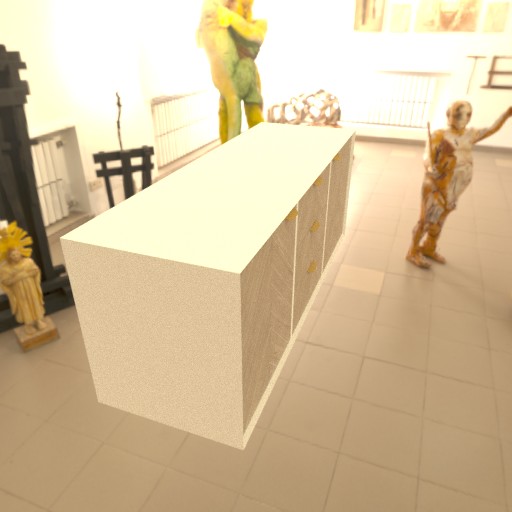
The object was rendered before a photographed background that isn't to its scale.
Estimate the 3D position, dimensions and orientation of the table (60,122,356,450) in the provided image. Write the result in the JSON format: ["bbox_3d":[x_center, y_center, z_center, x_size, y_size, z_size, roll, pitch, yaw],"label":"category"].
[{"bbox_3d":[0.000,0.000,1.859,0.508,0.769,1.500,10,30,18],"label":"table"}]
